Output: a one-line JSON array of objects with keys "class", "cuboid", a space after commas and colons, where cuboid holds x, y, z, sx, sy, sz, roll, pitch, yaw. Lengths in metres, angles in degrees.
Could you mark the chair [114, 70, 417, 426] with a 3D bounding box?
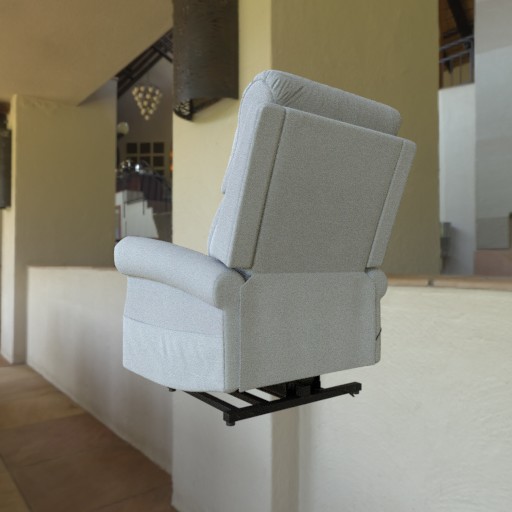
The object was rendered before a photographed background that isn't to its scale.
[{"class": "chair", "cuboid": [0.000, 0.000, 1.713, 0.871, 1.031, 0.979, 1, -1, -36]}]
